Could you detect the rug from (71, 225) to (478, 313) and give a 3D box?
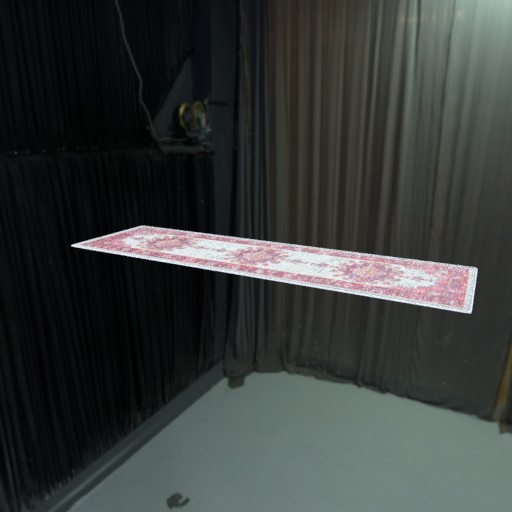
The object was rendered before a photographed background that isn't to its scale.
[{"bbox_3d":[0.000,0.000,2.567,2.294,0.011,0.666,8,18,26],"label":"rug"}]
